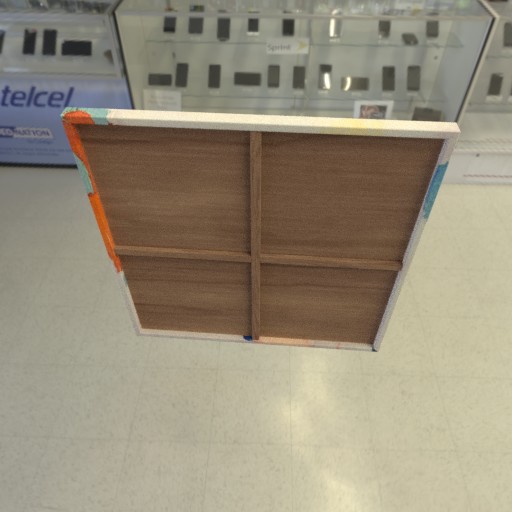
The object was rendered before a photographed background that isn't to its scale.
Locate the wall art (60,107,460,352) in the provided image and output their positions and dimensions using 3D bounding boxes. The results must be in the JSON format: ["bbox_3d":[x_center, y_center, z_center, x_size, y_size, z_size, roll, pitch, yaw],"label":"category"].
[{"bbox_3d":[0.000,0.000,1.202,0.814,0.814,0.037,3,46,3],"label":"wall art"}]
